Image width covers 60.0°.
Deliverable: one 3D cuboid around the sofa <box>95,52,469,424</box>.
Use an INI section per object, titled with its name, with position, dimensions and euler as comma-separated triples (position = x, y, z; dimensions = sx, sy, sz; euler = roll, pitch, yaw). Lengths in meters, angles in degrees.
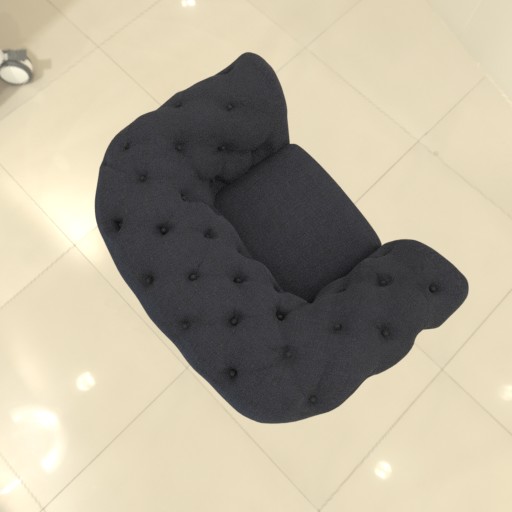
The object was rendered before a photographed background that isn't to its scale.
[sofa]
position = 0.000, 0.000, 2.038
dimensions = 1.032, 0.878, 1.405
euler = -37, 78, -9
